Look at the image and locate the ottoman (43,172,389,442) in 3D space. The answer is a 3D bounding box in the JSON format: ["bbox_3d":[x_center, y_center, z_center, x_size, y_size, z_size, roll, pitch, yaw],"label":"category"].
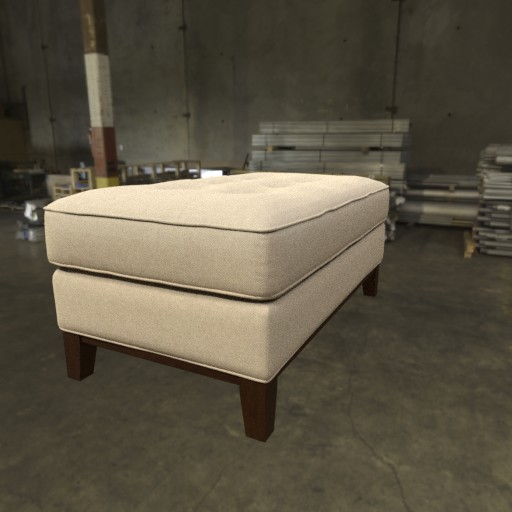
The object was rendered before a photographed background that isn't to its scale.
[{"bbox_3d":[0.000,0.000,1.480,0.648,0.508,1.143,7,16,26],"label":"ottoman"}]
